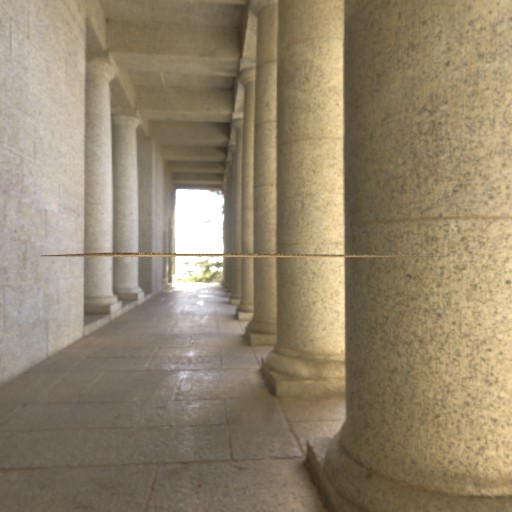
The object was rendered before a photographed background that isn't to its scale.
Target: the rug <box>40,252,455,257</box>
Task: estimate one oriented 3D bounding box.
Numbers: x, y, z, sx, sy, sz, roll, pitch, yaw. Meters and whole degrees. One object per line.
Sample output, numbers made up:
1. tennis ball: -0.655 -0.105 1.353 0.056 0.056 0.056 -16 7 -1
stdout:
1. rug: 0.000 0.000 3.003 2.435 0.006 1.521 0 -1 -35
